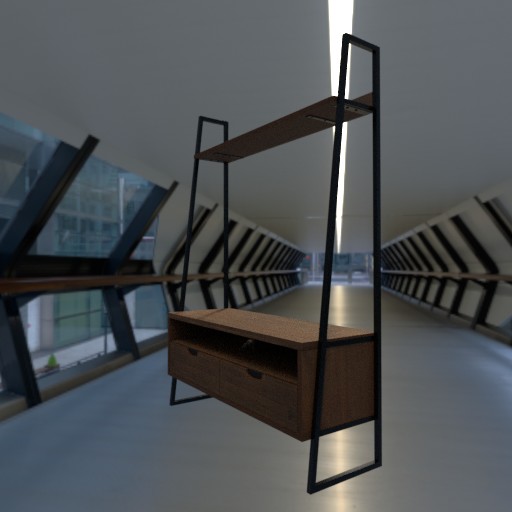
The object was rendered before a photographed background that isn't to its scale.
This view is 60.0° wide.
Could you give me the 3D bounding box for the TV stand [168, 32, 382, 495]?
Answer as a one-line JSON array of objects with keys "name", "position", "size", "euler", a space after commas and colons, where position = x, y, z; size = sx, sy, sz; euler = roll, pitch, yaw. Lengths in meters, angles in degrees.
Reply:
[{"name": "TV stand", "position": [0.000, 0.000, 2.263], "size": [0.432, 1.772, 1.250], "euler": [1, -1, -35]}]
